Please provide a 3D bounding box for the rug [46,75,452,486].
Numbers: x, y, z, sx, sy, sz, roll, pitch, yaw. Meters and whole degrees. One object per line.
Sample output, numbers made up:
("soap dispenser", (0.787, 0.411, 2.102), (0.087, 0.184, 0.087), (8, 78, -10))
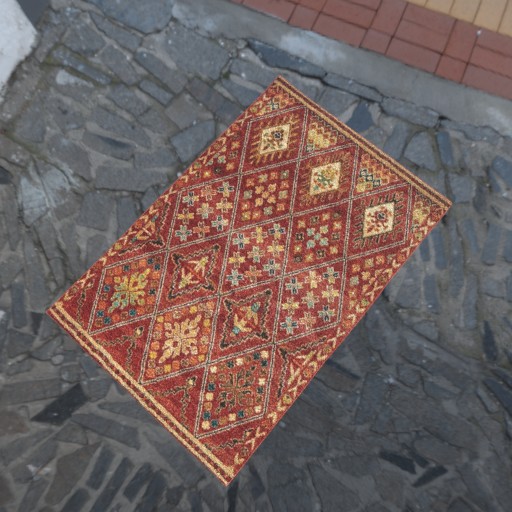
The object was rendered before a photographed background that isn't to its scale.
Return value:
("rug", (0.000, 0.000, 2.871), (1.521, 0.026, 2.286), (40, 78, 10))
